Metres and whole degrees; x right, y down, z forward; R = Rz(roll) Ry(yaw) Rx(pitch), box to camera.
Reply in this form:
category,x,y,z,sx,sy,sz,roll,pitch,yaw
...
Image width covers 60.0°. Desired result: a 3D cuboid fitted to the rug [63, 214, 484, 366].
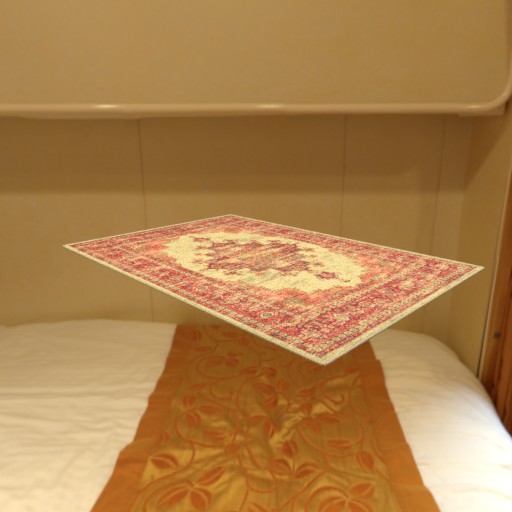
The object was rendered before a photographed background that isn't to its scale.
category,x,y,z,sx,sy,sz,roll,pitch,yaw
rug,0.000,0.000,3.634,2.005,0.014,2.878,-16,23,-43
